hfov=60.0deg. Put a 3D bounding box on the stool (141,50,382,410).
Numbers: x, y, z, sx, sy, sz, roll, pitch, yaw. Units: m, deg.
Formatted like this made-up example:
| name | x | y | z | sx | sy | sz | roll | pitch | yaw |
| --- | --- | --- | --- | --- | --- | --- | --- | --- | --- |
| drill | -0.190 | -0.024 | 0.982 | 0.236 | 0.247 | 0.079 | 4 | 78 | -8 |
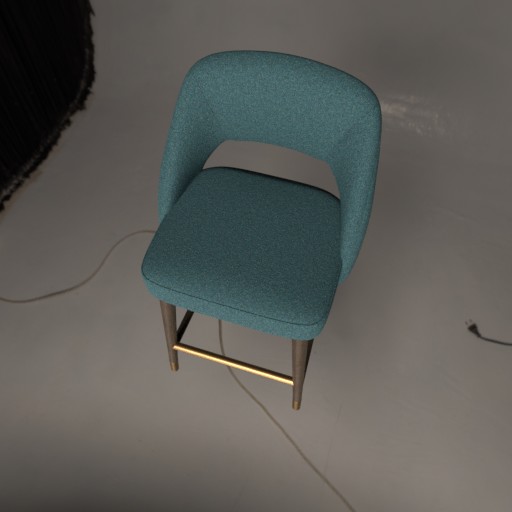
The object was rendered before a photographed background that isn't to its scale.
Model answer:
| name | x | y | z | sx | sy | sz | roll | pitch | yaw |
| --- | --- | --- | --- | --- | --- | --- | --- | --- | --- |
| stool | 0.000 | 0.000 | 1.255 | 0.536 | 0.939 | 0.522 | 15 | 59 | 9 |
